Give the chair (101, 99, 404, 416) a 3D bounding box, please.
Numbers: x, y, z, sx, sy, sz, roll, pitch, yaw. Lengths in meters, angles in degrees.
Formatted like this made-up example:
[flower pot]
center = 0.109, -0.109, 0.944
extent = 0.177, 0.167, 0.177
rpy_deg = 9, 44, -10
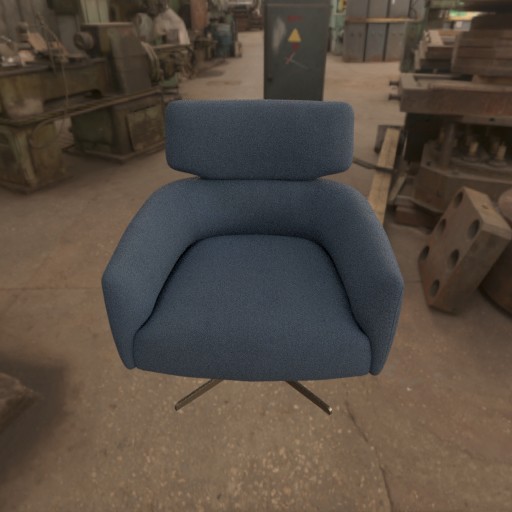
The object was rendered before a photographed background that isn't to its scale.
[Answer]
[chair]
center = 0.000, 0.000, 1.380
extent = 0.738, 0.813, 0.761
rpy_deg = 1, 30, 2
